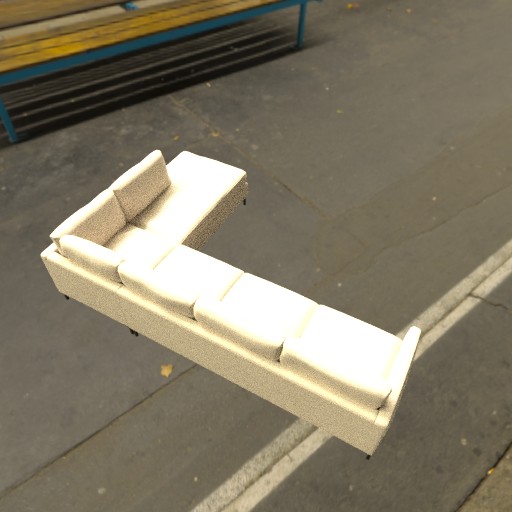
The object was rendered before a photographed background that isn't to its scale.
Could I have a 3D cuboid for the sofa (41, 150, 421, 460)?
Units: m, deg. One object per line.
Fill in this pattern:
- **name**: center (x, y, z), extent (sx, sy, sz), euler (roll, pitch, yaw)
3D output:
- **sofa**: center (0.000, 0.000, 3.833), extent (2.949, 0.815, 2.007), euler (22, 51, 19)
